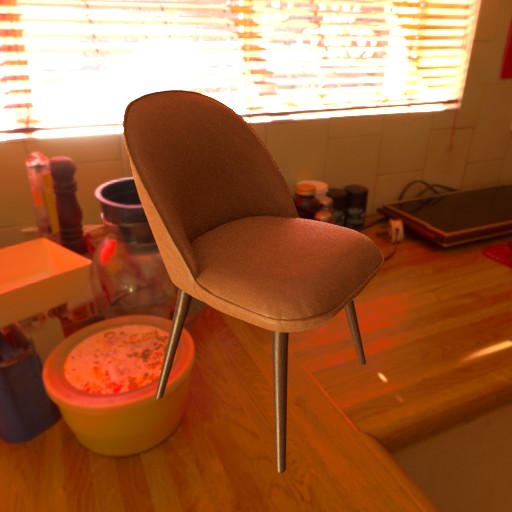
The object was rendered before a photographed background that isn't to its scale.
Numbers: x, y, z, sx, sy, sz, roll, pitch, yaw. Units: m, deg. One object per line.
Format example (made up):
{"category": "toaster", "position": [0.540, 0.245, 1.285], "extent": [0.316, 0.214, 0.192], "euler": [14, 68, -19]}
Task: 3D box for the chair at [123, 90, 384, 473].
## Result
{"category": "chair", "position": [0.000, 0.000, 1.229], "extent": [0.631, 0.831, 0.521], "euler": [17, 31, 32]}
